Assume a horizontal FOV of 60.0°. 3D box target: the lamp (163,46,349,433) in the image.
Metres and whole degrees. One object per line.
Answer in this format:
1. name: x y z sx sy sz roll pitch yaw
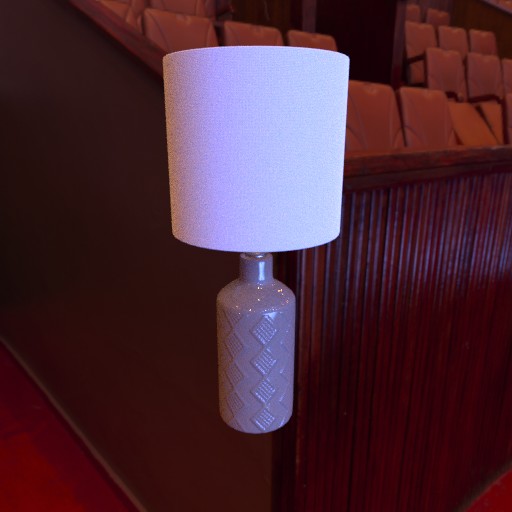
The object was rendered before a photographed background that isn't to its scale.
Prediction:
1. lamp: 0.000 0.000 0.567 0.207 0.461 0.207 -16 23 -42
